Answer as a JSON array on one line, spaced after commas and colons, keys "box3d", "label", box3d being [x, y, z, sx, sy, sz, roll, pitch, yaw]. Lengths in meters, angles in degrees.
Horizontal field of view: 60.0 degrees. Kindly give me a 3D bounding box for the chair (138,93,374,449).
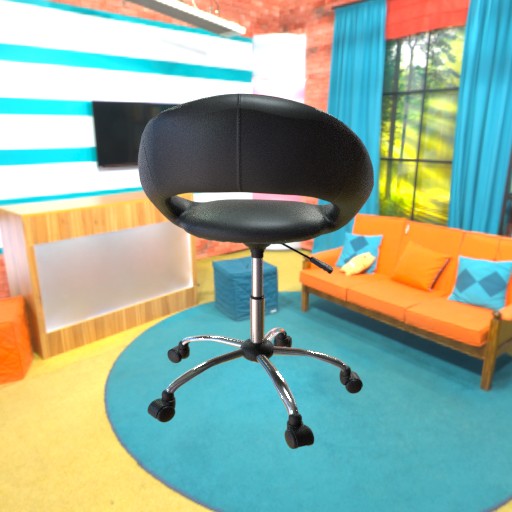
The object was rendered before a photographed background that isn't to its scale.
[{"box3d": [0.000, 0.000, 1.195, 0.612, 0.791, 0.538, 2, 16, 8], "label": "chair"}]
